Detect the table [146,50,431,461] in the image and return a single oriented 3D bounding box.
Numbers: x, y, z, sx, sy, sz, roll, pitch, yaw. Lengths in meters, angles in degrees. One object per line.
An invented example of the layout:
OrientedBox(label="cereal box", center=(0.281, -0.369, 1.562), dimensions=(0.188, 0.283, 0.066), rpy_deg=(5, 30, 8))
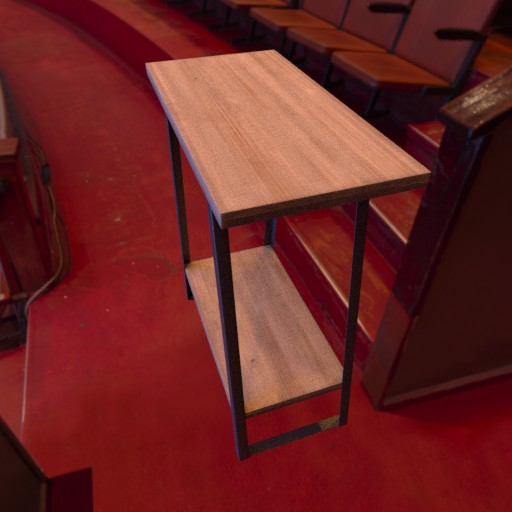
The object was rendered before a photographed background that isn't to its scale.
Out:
OrientedBox(label="table", center=(0.000, 0.000, 1.010), dimensions=(0.300, 0.701, 0.599), rpy_deg=(-13, 42, -14))
